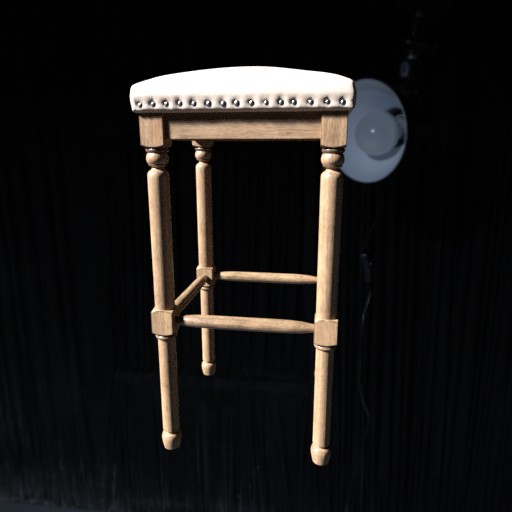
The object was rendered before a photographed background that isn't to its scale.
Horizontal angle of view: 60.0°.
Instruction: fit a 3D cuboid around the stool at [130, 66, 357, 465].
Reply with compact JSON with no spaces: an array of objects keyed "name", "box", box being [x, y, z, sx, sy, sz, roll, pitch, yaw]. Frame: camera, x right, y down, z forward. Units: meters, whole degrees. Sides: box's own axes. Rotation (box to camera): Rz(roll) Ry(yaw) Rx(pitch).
[{"name":"stool","box":[0.000,0.000,0.985,0.382,0.768,0.383,2,14,9]}]
